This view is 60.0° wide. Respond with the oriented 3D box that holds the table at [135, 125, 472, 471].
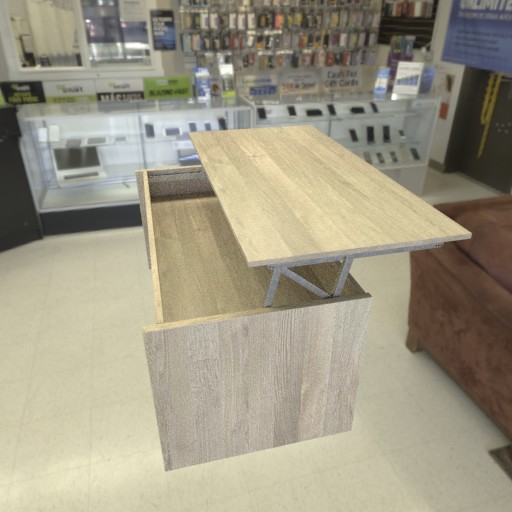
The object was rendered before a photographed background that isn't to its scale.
[{"bbox_3d":[0.000,0.000,1.443,0.712,0.570,1.000,-7,31,-12],"label":"table"}]
